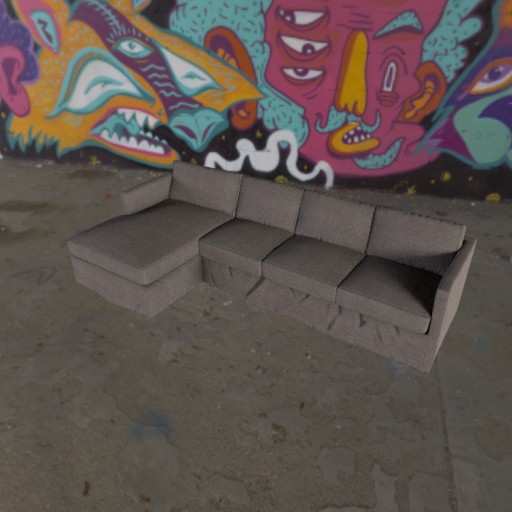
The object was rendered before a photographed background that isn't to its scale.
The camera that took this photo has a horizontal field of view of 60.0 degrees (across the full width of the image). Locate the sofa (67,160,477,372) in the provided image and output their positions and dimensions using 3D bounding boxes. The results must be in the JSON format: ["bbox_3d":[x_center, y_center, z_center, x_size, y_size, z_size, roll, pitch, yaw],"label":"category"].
[{"bbox_3d":[0.000,0.000,3.875,3.205,0.922,1.650,18,35,29],"label":"sofa"}]
